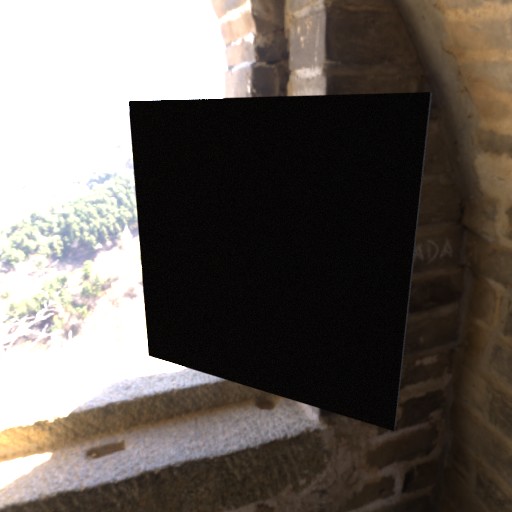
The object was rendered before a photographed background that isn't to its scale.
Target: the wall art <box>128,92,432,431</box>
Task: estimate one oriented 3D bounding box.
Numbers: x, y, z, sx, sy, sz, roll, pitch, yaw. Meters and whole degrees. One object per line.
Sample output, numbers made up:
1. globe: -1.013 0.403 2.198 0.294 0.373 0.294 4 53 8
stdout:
1. wall art: 0.000 0.000 0.678 0.456 0.458 0.013 9 19 27
